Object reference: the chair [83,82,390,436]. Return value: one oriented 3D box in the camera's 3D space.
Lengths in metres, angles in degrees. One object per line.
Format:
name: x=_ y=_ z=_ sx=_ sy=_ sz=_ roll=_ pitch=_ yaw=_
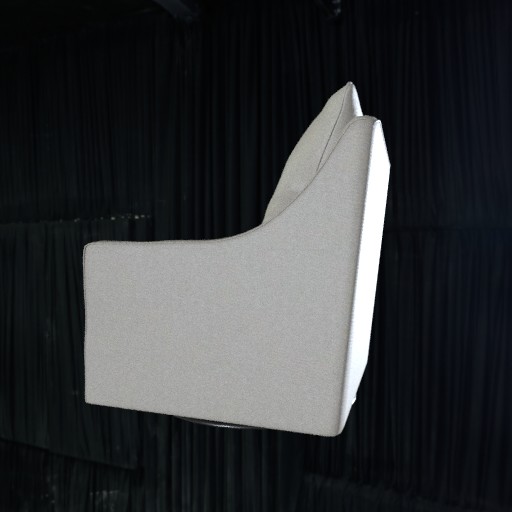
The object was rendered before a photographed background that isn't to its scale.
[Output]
chair: x=0.000 y=0.000 z=1.559 sx=0.876 sy=0.942 sz=0.760 roll=0 pitch=1 yaw=19
